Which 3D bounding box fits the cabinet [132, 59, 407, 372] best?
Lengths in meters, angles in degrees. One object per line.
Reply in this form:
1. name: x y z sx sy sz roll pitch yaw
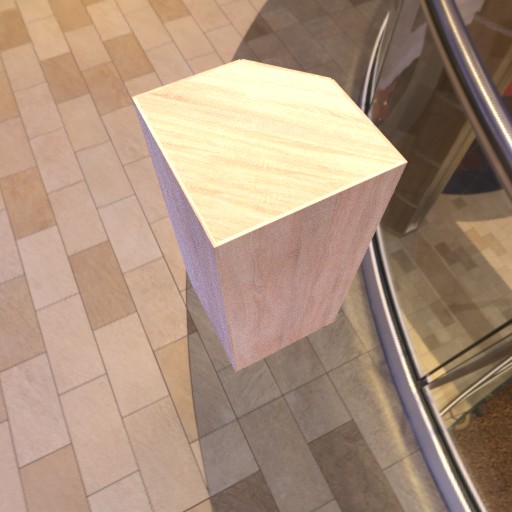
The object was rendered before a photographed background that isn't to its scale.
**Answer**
1. cabinet: 0.000 0.000 2.932 1.327 2.120 1.094 16 63 8
